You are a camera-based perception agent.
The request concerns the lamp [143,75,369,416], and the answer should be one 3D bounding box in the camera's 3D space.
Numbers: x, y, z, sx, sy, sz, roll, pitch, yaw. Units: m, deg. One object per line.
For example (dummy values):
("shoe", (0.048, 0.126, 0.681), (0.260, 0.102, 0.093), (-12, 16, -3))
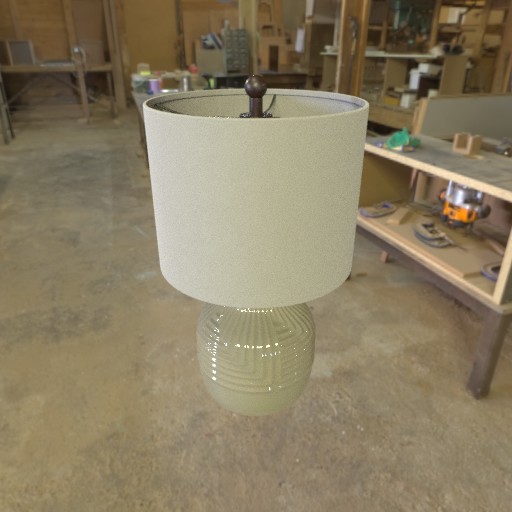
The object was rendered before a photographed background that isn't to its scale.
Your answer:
("lamp", (0.000, 0.000, 0.748), (0.318, 0.567, 0.318), (0, 26, 0))
